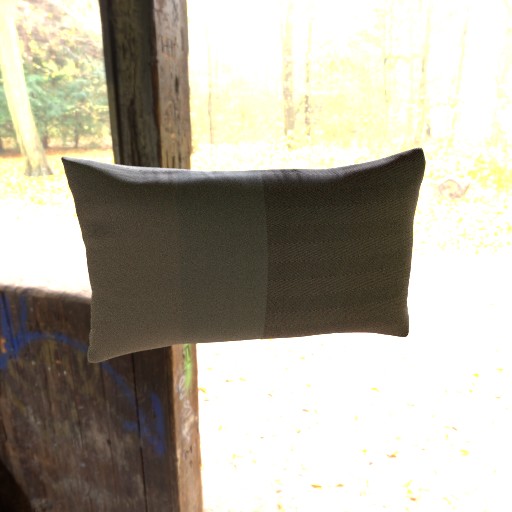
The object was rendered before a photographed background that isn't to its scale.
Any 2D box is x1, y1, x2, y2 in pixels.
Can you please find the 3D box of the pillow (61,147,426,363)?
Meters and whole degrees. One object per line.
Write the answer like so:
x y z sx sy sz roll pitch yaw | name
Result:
0.000 0.000 0.649 0.506 0.305 0.139 -3 18 -8 | pillow
